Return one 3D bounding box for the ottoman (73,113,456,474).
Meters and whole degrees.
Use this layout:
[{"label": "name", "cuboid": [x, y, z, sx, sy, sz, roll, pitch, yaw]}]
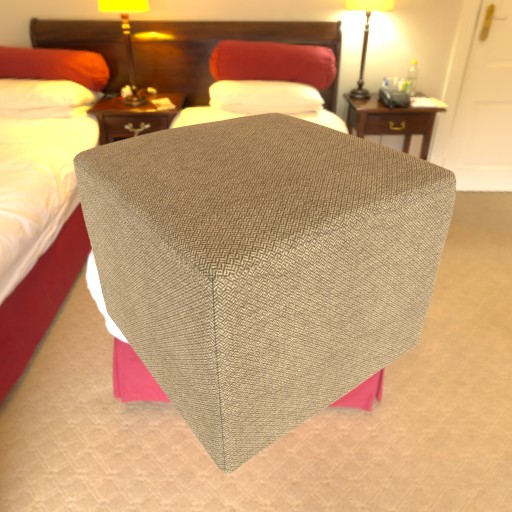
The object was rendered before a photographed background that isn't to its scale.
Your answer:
[{"label": "ottoman", "cuboid": [0.000, 0.000, 0.897, 0.512, 0.453, 0.519, -22, 39, -30]}]
